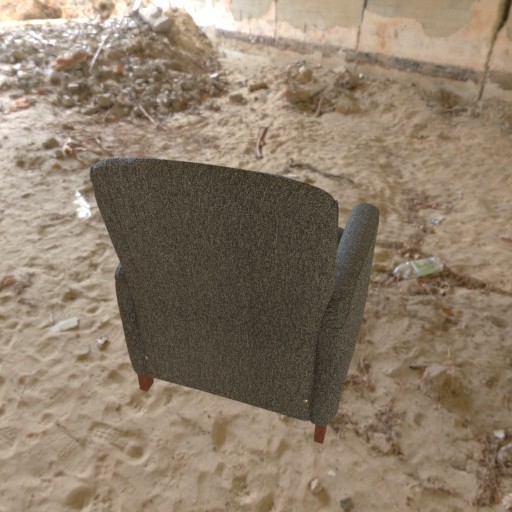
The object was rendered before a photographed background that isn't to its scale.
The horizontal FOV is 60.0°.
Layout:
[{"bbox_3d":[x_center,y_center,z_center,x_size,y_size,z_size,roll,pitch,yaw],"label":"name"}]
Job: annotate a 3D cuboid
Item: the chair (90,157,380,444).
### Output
[{"bbox_3d":[0.000,0.000,1.684,0.848,1.014,0.864,11,34,16],"label":"chair"}]
